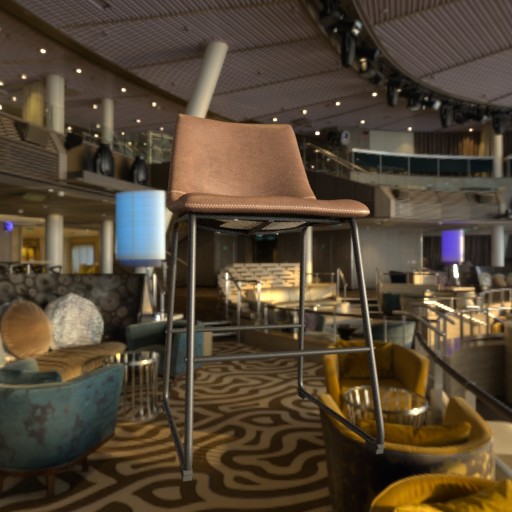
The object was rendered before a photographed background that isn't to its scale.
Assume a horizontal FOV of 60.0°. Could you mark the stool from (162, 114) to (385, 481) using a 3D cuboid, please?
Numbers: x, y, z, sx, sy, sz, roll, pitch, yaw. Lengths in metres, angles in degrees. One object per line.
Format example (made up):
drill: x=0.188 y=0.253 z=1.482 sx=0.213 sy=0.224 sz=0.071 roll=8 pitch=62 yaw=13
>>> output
stool: x=0.000 y=0.000 z=1.188 sx=0.460 sy=0.890 sz=0.550 roll=0 pitch=-1 yaw=-17
